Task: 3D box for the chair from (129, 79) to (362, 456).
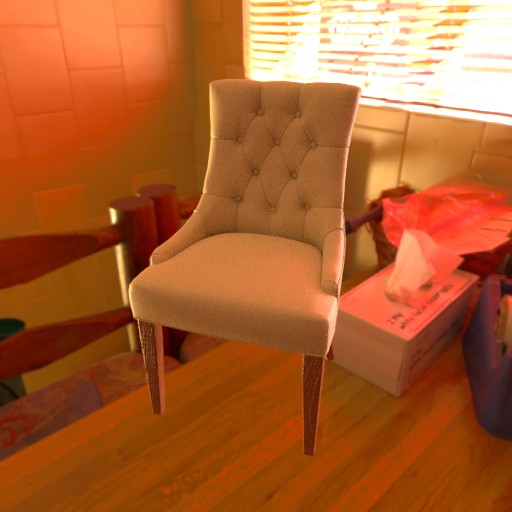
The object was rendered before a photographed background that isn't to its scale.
[{"bbox_3d":[0.000,0.000,1.238,0.509,0.874,0.565,8,28,16],"label":"chair"}]
